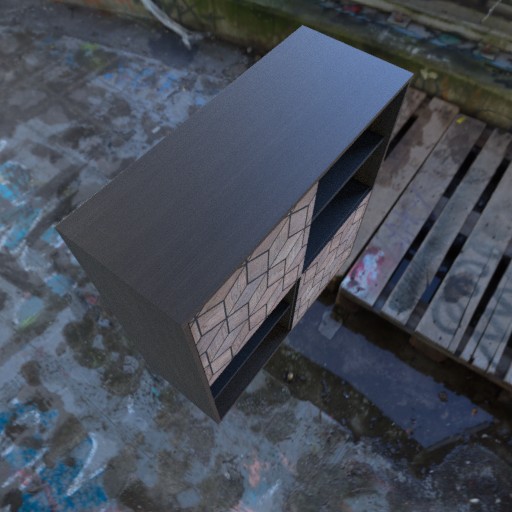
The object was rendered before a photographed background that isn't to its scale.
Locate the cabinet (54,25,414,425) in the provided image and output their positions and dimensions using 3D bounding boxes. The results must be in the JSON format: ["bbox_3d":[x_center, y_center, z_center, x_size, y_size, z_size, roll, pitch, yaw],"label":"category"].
[{"bbox_3d":[0.000,0.000,1.669,0.400,1.170,1.010,34,64,19],"label":"cabinet"}]
